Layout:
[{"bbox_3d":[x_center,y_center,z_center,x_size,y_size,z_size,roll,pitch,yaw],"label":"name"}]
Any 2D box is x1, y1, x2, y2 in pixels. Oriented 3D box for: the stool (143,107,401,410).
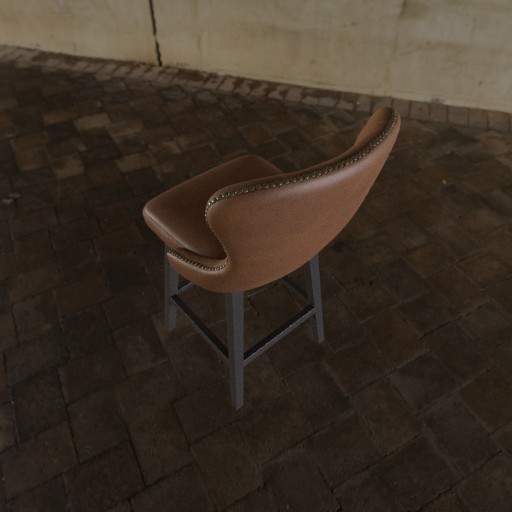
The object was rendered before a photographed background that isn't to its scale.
[{"bbox_3d":[0.000,0.000,1.316,0.528,0.971,0.593,-32,54,-27],"label":"stool"}]
